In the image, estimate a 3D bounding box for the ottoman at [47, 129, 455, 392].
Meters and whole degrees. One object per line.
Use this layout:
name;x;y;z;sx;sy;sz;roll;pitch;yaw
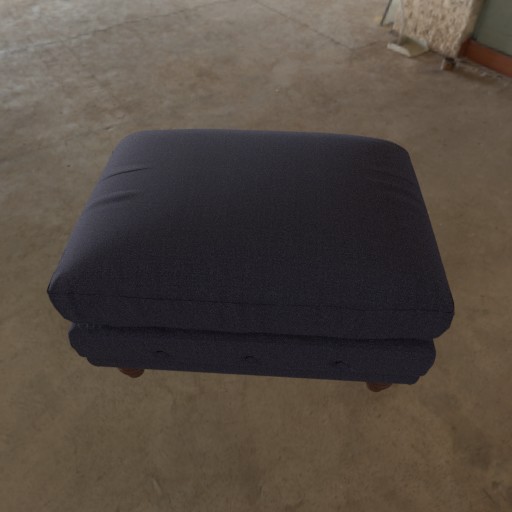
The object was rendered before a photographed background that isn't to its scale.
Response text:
ottoman;0.000;0.000;1.100;0.767;0.486;0.558;3;47;2
